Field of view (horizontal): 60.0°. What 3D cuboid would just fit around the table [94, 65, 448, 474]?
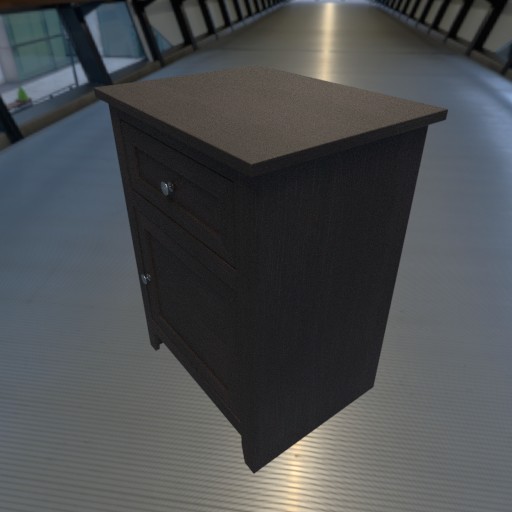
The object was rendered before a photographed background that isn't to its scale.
[{"bbox_3d":[0.000,0.000,0.919,0.381,0.635,0.480,-22,39,-31],"label":"table"}]
